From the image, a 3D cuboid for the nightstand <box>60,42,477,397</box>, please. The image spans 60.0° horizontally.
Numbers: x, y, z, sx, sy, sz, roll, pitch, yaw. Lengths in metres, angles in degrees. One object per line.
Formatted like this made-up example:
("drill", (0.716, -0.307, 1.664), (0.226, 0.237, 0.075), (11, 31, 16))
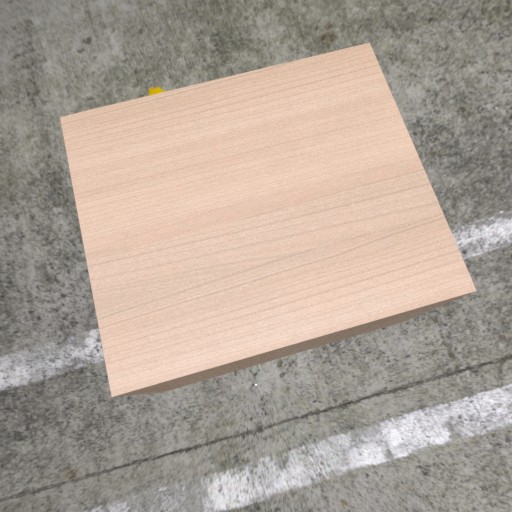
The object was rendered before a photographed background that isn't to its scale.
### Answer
("nightstand", (0.000, 0.000, 0.827), (0.450, 0.530, 0.380), (-15, 74, -4))
